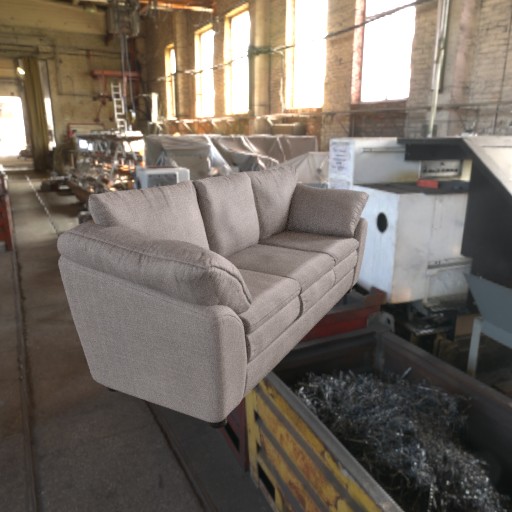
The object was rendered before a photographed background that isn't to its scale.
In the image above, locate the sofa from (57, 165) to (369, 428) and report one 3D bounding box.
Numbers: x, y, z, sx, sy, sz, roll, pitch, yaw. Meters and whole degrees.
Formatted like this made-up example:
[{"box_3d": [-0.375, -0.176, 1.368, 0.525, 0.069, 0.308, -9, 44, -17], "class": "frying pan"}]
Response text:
[{"box_3d": [0.000, 0.000, 2.809, 0.878, 0.996, 2.334, 8, 17, 27], "class": "sofa"}]
